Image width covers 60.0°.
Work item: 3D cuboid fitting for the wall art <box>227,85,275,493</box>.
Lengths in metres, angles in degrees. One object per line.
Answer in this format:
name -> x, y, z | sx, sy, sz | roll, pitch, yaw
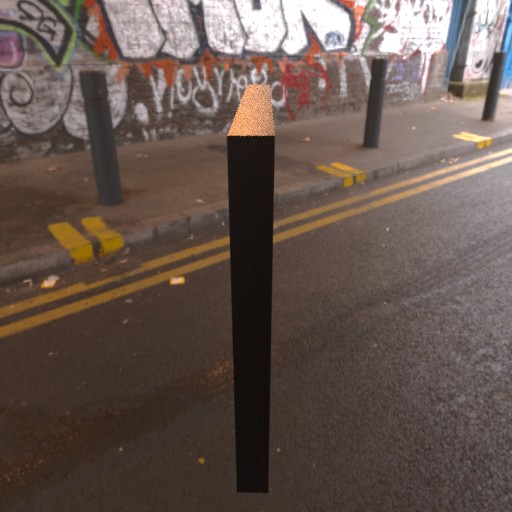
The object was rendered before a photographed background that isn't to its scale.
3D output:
wall art -> 0.000, 0.000, 0.479 | 0.029, 0.318, 0.327 | 1, 26, 1
